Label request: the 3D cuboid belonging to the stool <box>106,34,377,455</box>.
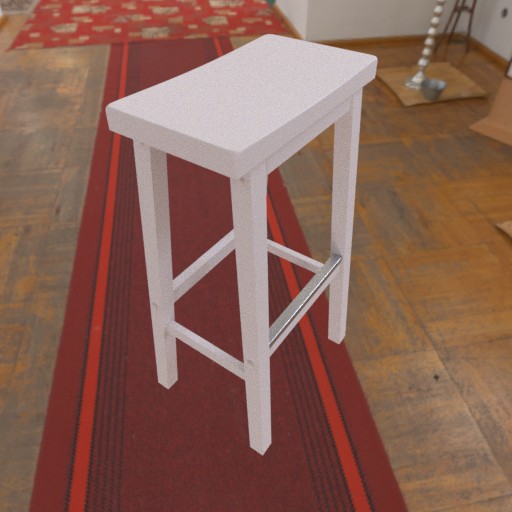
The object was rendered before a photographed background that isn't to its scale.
[{"bbox_3d":[0.000,0.000,0.934,0.322,0.742,0.406,25,48,25],"label":"stool"}]
